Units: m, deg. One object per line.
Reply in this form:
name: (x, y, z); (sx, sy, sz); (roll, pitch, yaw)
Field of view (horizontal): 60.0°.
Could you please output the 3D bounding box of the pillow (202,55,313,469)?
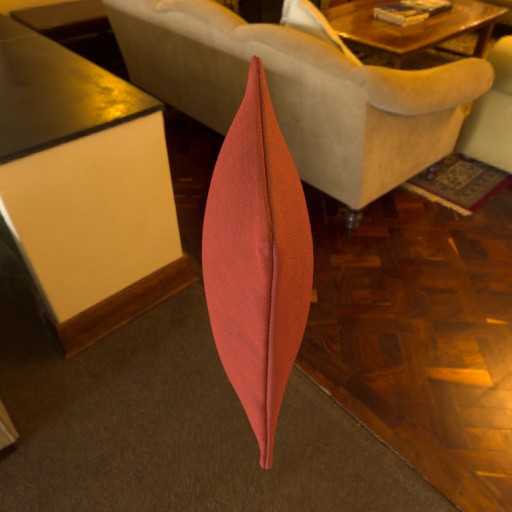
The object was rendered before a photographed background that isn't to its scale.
pillow: (0.000, 0.000, 0.634); (0.151, 0.416, 0.435); (-1, 42, -1)
